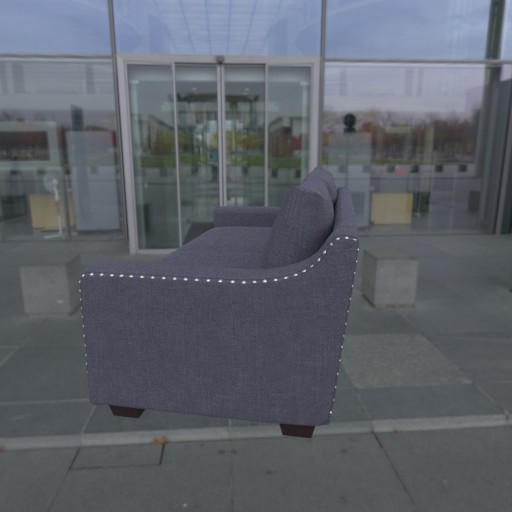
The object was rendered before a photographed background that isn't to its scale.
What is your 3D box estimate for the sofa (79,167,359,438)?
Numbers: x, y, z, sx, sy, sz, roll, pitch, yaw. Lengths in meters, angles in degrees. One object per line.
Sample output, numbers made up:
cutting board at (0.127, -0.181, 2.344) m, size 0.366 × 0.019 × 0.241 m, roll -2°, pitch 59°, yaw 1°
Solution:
sofa at (0.000, 0.000, 3.223) m, size 1.336 × 1.196 × 2.550 m, roll 3°, pitch 14°, yaw 10°
